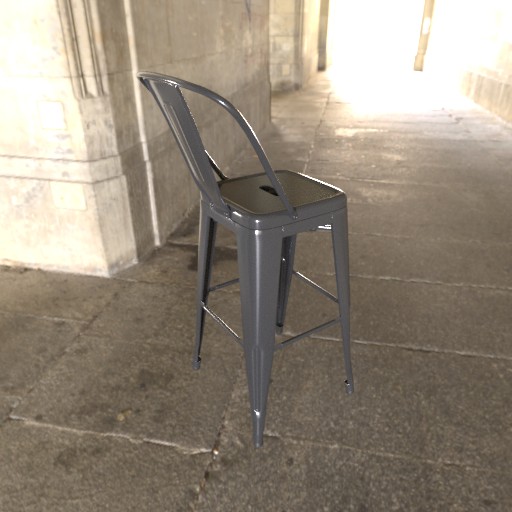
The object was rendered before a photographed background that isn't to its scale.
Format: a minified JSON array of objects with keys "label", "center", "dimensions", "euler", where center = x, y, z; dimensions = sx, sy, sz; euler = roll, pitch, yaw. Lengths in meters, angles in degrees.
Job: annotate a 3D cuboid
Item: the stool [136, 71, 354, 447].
[{"label":"stool","center":[0.000,0.000,1.298],"dimensions":[0.528,1.022,0.432],"euler":[-17,32,-30]}]
